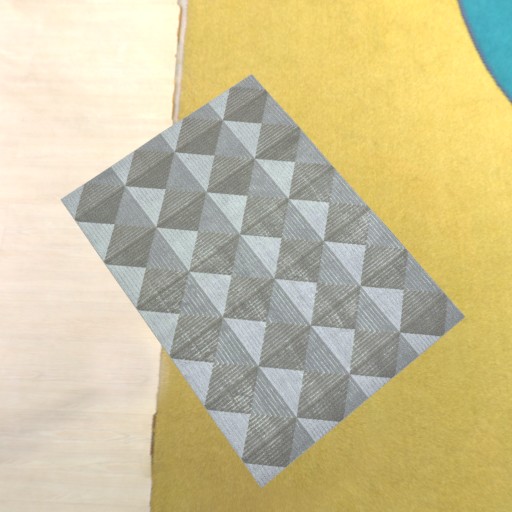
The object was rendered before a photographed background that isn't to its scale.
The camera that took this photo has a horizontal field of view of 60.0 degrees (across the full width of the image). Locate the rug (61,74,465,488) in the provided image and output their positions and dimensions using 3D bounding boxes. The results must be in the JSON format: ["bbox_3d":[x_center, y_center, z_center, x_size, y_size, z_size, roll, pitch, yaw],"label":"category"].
[{"bbox_3d":[0.000,0.000,4.318,2.428,0.027,3.333,-36,78,-9],"label":"rug"}]
